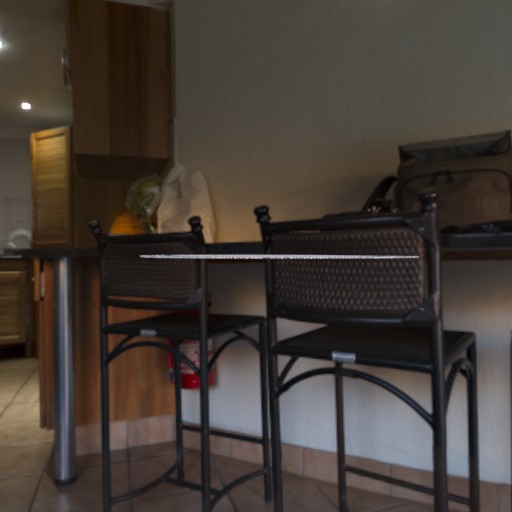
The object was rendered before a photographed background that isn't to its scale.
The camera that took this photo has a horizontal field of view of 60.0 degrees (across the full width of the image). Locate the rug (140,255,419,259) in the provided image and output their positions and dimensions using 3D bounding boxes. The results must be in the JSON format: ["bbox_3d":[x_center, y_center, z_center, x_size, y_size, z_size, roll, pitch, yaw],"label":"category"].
[{"bbox_3d":[0.000,0.000,3.000,1.520,0.006,2.432,0,0,-16],"label":"rug"}]
